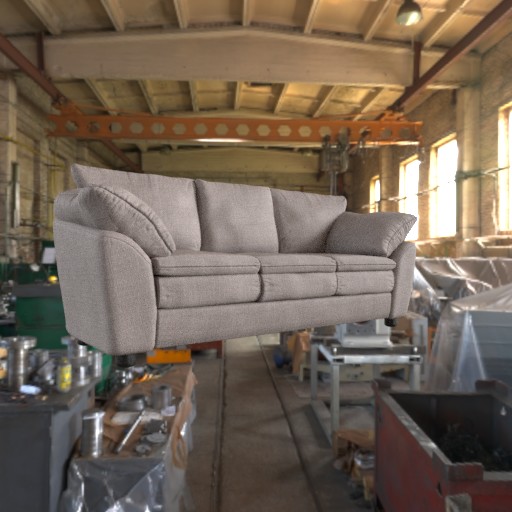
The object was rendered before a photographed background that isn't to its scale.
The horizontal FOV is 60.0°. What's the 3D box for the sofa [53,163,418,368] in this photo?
[{"bbox_3d":[0.000,0.000,2.828,2.334,0.996,0.878,0,0,-37],"label":"sofa"}]
